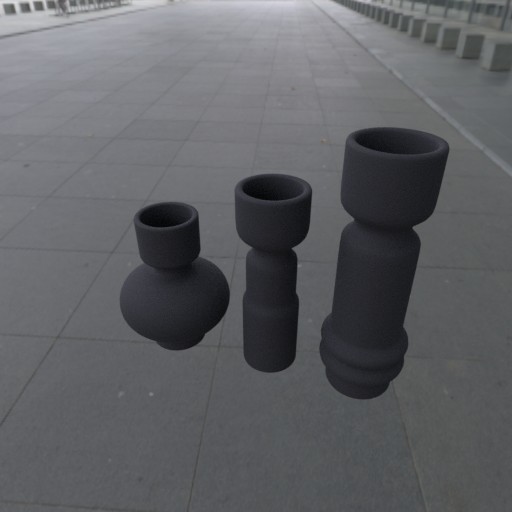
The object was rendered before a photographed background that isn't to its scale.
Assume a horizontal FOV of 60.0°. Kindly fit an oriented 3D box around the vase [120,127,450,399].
[{"bbox_3d":[0.000,0.000,0.428,0.307,0.249,0.120,10,33,16],"label":"vase"}]
